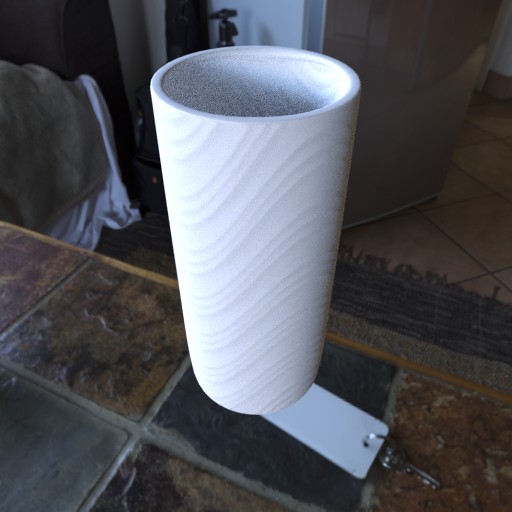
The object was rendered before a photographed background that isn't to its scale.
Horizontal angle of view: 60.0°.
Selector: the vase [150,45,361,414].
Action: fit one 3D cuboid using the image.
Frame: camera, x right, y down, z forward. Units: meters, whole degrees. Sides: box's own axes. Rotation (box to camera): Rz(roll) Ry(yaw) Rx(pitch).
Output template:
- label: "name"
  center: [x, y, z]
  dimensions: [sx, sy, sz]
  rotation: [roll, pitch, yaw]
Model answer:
- label: "vase"
  center: [0.000, 0.000, 0.397]
  dimensions: [0.143, 0.316, 0.143]
  rotation: [0, 42, 0]
